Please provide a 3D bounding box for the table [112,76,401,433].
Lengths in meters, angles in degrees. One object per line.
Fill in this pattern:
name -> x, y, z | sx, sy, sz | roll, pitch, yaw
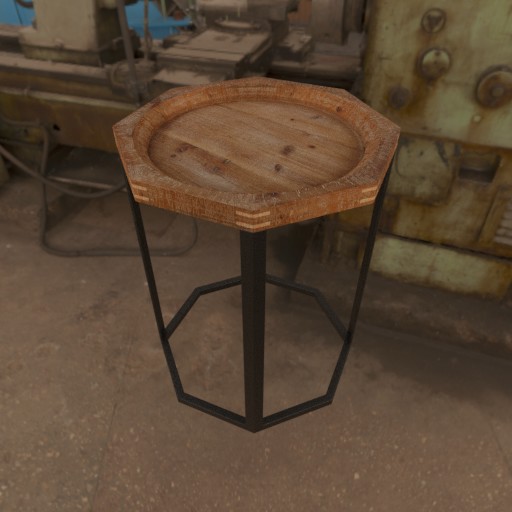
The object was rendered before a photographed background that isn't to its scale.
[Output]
table -> 0.000, 0.000, 0.882 | 0.458, 0.543, 0.458 | 1, 41, 1
